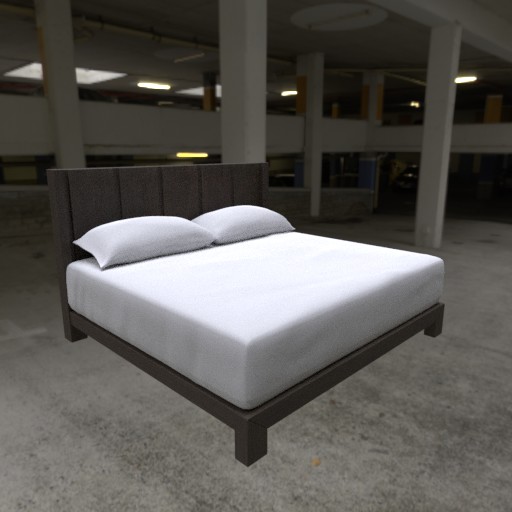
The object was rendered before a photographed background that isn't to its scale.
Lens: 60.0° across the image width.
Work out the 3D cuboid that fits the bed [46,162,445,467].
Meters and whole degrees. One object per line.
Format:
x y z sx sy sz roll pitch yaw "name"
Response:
0.000 0.000 3.292 2.012 1.270 2.134 13 19 43 "bed"
